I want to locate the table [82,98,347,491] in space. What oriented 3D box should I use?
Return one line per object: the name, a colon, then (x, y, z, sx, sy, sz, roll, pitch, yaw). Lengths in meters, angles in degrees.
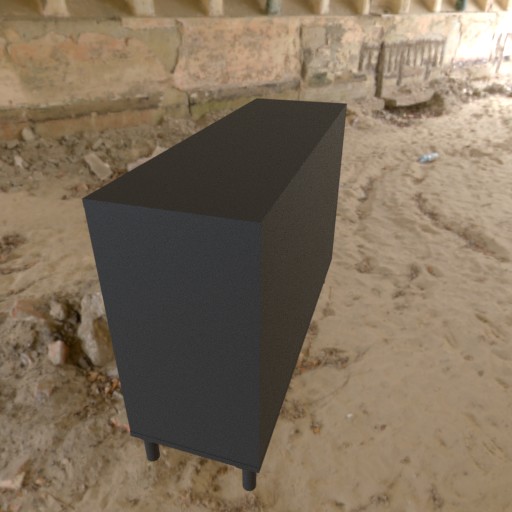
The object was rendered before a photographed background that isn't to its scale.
table: (0.000, 0.000, 1.578, 0.400, 0.855, 1.200, 9, 31, 15)
